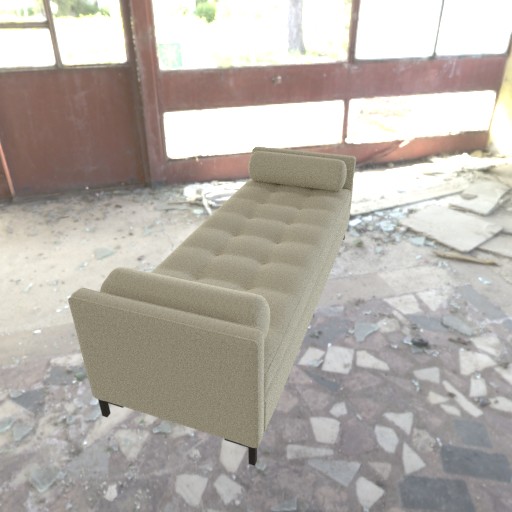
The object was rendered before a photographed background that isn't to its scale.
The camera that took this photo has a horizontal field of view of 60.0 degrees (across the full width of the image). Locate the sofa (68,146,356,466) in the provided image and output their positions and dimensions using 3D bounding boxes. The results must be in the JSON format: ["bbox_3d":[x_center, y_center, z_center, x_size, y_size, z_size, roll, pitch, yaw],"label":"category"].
[{"bbox_3d":[0.000,0.000,2.412,0.746,0.641,1.985,10,32,17],"label":"sofa"}]
